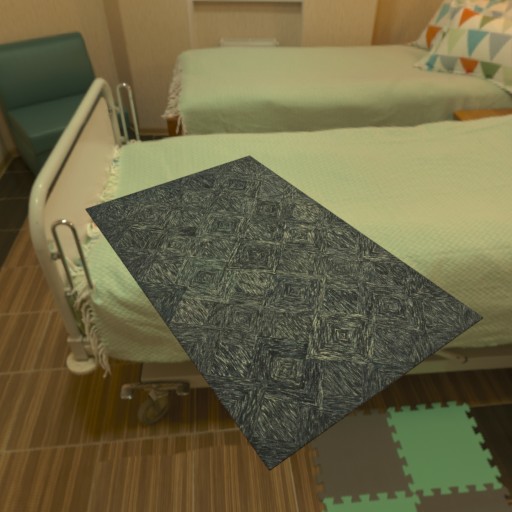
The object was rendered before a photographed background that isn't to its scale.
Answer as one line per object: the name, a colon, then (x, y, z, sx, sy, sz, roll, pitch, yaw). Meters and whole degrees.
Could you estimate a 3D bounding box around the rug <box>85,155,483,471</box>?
rug: (0.000, 0.000, 2.886, 1.478, 0.017, 2.330, -24, 46, -26)
